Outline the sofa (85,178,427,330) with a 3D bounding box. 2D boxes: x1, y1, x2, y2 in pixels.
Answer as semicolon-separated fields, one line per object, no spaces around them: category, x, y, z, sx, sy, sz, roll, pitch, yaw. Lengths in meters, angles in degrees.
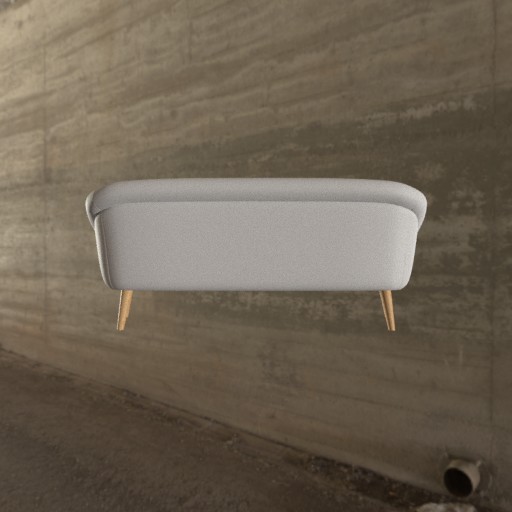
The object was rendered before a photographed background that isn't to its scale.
sofa;0.000;0.000;2.681;2.160;0.795;0.827;0;1;0
